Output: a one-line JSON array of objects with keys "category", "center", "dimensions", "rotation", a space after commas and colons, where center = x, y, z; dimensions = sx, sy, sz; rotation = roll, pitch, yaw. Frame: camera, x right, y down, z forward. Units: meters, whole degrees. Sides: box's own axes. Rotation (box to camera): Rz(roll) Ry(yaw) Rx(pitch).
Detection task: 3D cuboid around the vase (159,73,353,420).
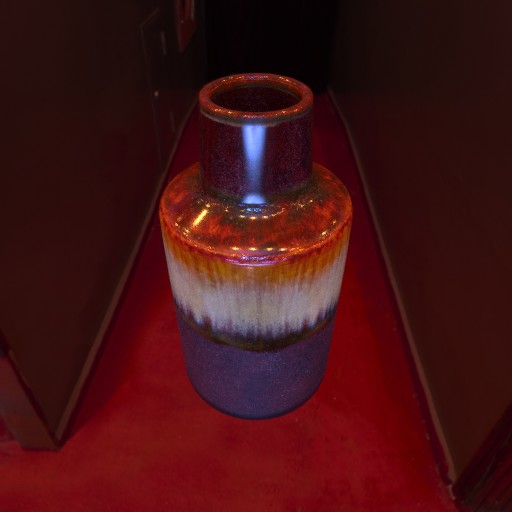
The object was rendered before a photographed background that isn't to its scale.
[{"category": "vase", "center": [0.000, 0.000, 0.274], "dimensions": [0.108, 0.204, 0.108], "rotation": [0, 41, 0]}]
